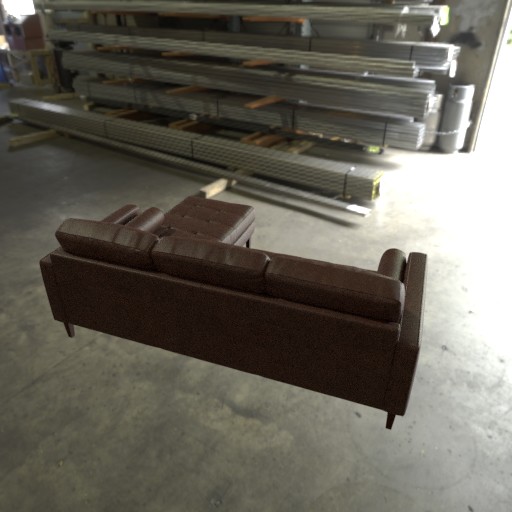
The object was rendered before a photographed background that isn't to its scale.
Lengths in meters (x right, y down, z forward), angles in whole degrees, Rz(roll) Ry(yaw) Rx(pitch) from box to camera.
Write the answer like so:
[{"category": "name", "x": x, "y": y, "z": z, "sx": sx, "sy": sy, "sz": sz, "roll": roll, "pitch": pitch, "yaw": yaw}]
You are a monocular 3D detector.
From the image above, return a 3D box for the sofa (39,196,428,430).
[{"category": "sofa", "x": 0.000, "y": 0.000, "z": 3.017, "sx": 2.185, "sy": 0.841, "sz": 1.613, "roll": 11, "pitch": 32, "yaw": 18}]
